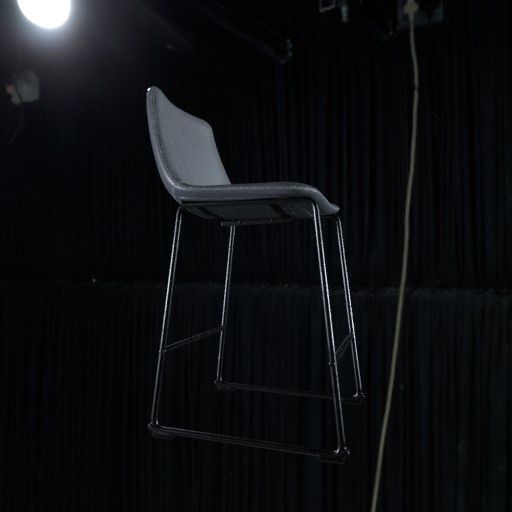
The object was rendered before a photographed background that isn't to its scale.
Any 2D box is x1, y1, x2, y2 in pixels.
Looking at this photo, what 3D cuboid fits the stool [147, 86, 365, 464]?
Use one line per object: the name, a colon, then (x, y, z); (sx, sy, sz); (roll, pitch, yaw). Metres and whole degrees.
stool: (0.000, 0.000, 1.211); (0.546, 0.876, 0.470); (0, 0, 18)
